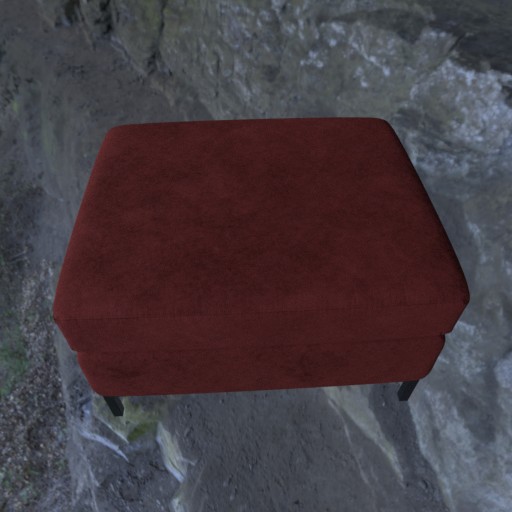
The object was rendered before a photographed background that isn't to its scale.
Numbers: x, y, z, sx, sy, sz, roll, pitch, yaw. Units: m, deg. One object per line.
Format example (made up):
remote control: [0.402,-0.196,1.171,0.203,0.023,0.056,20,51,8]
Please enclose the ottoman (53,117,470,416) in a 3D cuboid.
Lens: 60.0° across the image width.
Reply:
ottoman: [0.000,0.000,1.142,0.782,0.462,0.650,-2,47,-2]
